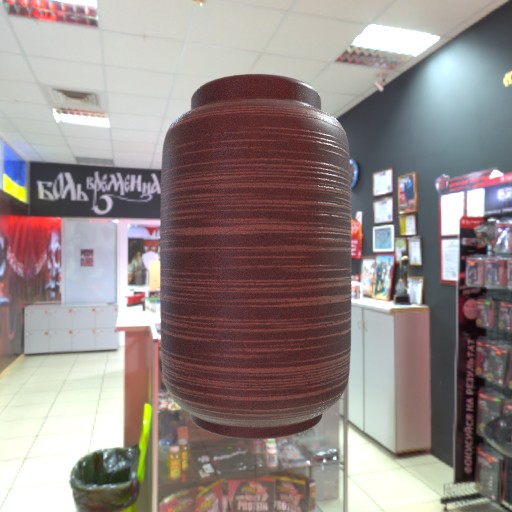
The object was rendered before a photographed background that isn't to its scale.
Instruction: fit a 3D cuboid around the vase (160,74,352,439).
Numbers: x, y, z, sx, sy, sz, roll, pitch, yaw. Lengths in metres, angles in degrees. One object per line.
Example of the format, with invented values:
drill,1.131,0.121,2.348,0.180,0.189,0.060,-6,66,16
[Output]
vase,0.000,0.000,0.703,0.297,0.499,0.297,0,0,0
